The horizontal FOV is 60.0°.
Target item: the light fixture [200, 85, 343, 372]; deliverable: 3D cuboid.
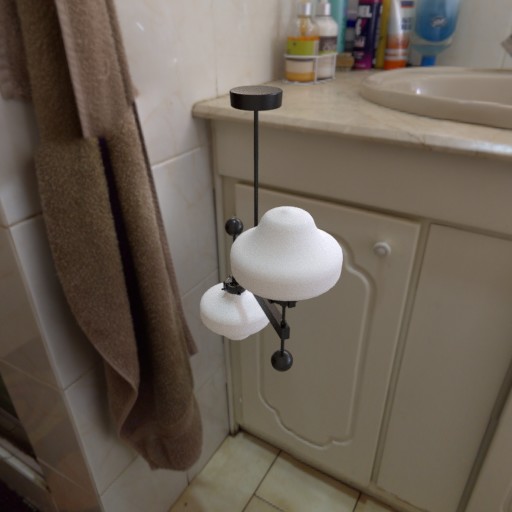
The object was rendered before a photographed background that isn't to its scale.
[{"bbox_3d":[0.000,0.000,1.043,0.489,0.743,0.422,18,34,28],"label":"light fixture"}]
